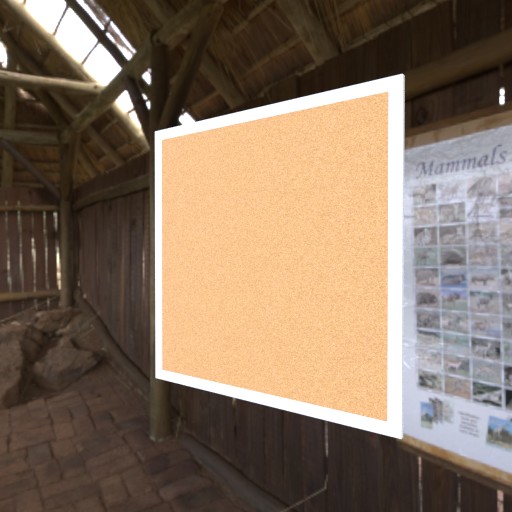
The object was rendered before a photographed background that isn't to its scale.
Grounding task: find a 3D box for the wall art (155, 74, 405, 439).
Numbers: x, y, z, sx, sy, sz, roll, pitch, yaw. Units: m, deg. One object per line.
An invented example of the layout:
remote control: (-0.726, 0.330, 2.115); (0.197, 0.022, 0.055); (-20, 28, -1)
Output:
wall art: (0.000, 0.000, 0.845); (0.558, 0.559, 0.009); (1, 1, 36)
